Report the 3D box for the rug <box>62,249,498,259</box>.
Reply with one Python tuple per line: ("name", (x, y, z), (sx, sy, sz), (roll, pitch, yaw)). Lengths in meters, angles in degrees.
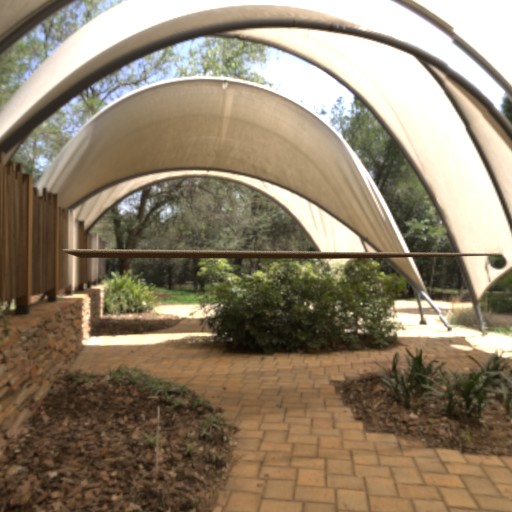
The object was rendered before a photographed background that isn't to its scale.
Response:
("rug", (0.000, 0.000, 3.999), (3.050, 0.017, 2.441), (0, -1, -20))
